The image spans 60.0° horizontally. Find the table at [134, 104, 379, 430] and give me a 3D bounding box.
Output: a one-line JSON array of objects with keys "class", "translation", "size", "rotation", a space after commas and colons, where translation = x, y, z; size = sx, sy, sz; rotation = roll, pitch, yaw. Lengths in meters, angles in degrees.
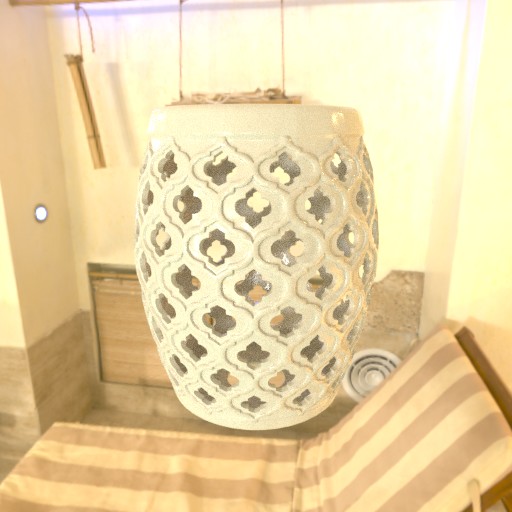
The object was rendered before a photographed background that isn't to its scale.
[{"class": "table", "translation": [0.000, 0.000, 0.616], "size": [0.325, 0.388, 0.325], "rotation": [0, 16, 0]}]
